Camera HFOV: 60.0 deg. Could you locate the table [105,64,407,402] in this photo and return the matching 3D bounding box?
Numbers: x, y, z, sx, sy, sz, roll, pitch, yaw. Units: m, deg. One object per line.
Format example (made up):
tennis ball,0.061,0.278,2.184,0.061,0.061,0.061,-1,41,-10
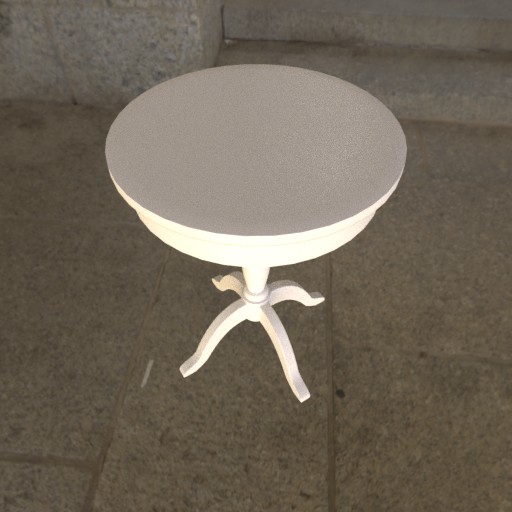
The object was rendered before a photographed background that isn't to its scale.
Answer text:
table,0.000,0.000,1.014,0.513,0.653,0.513,0,48,0
